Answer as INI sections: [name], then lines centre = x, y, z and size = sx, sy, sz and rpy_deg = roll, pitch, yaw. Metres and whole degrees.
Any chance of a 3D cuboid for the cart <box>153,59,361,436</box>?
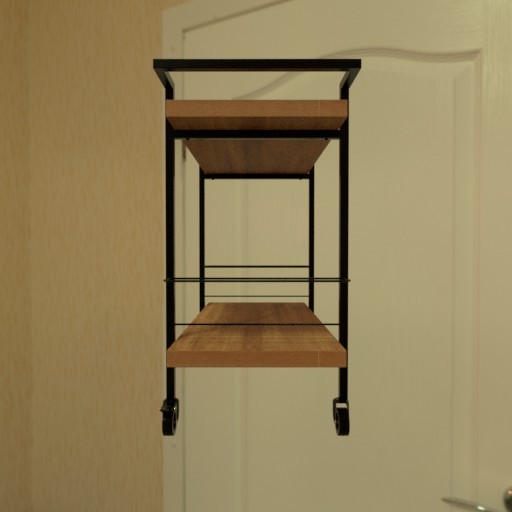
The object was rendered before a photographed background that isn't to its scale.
[cart]
centre = 0.000, 0.000, 1.249
size = 0.406, 0.762, 0.806
rpy_deg = 0, 1, 0
